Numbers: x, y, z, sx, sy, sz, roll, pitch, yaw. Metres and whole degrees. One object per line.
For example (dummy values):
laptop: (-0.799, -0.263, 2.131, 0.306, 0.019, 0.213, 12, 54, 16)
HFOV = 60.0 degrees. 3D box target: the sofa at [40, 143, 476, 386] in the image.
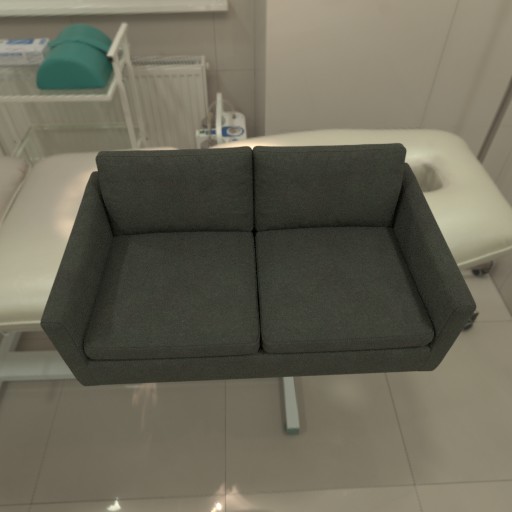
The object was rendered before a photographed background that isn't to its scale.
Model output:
sofa: (0.000, 0.000, 2.427, 1.909, 0.845, 1.091, -2, 47, -2)
